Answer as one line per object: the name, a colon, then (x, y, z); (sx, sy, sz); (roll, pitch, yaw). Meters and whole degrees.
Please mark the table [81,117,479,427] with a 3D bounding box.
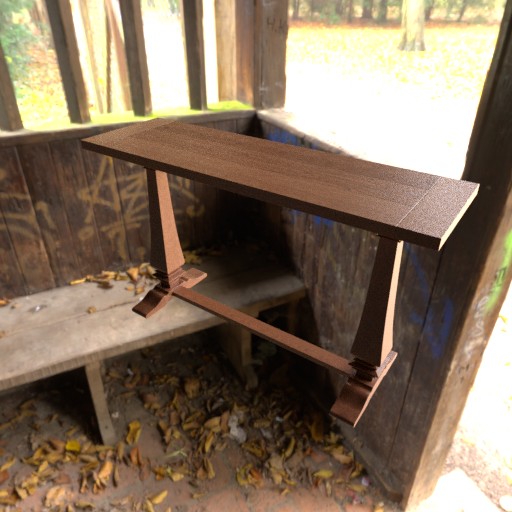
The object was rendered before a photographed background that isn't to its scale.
table: (0.000, 0.000, 1.880); (1.478, 0.852, 0.461); (20, 37, 29)
